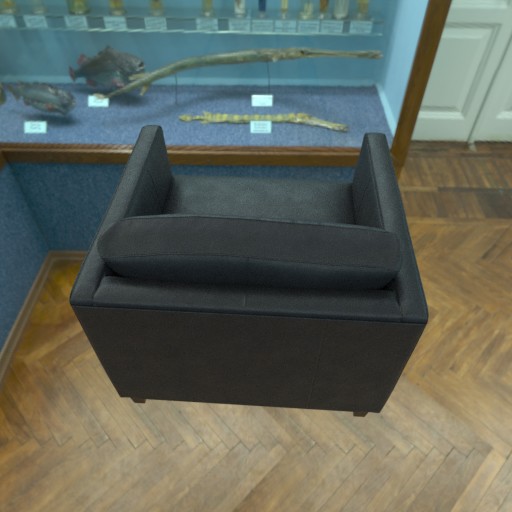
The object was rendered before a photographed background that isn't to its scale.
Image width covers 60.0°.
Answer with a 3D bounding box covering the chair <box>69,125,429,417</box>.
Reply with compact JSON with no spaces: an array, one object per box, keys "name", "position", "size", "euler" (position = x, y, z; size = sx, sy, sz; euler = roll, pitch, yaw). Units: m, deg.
[{"name":"chair","position":[0.000,0.000,1.593],"size":[0.939,0.811,0.862],"euler":[3,48,2]}]
